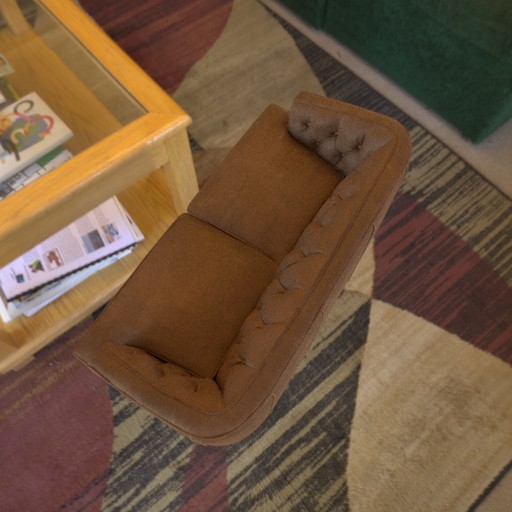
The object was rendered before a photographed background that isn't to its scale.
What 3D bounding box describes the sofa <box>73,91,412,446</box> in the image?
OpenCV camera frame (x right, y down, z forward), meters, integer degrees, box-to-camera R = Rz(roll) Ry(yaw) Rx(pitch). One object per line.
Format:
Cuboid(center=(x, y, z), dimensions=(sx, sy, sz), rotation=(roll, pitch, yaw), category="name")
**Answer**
Cuboid(center=(0.000, 0.000, 2.248), dimensions=(0.917, 0.799, 1.767), rotation=(30, 68, 13), category="sofa")
